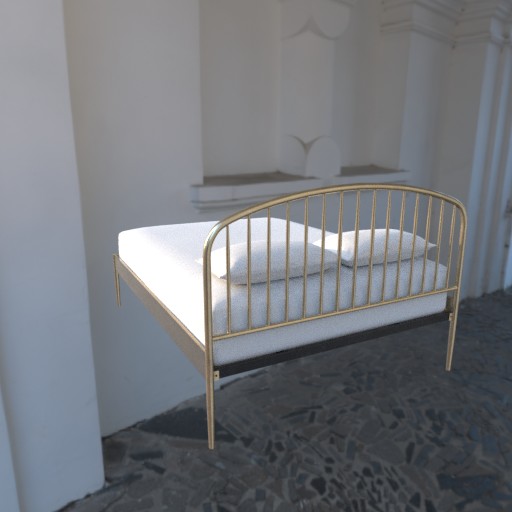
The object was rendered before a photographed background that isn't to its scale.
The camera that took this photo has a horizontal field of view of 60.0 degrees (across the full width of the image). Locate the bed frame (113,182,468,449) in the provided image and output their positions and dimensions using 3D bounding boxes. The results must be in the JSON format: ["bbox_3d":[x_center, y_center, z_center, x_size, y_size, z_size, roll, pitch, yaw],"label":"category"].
[{"bbox_3d":[0.000,0.000,3.162,1.612,1.175,2.152,-7,15,-27],"label":"bed frame"}]
